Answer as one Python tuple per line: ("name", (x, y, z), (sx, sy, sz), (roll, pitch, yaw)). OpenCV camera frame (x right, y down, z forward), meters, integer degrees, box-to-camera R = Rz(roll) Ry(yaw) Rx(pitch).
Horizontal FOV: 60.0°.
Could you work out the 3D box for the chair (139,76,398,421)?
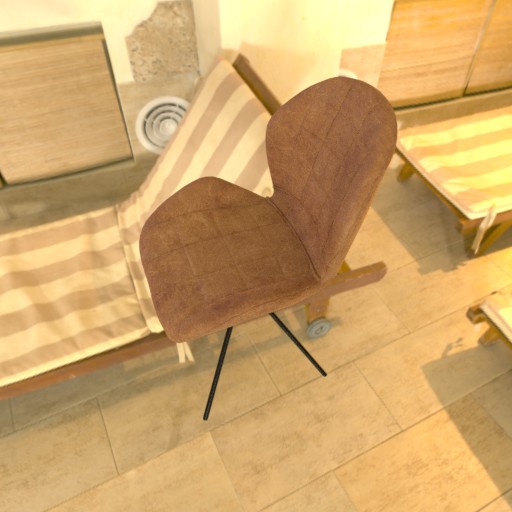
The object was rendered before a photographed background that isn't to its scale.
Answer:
("chair", (0.000, 0.000, 1.307), (0.640, 0.929, 0.527), (-16, 49, -14))
